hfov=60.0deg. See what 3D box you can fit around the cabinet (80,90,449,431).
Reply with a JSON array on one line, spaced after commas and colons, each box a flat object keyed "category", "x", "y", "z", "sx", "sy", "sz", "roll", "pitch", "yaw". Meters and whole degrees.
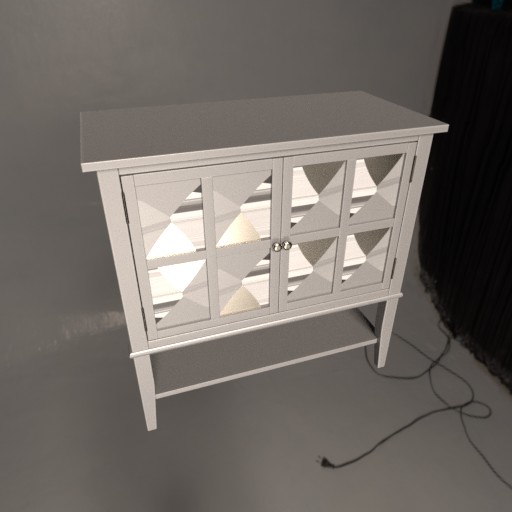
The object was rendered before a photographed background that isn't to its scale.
[{"category": "cabinet", "x": 0.000, "y": 0.000, "z": 1.269, "sx": 0.801, "sy": 0.780, "sz": 0.396, "roll": -10, "pitch": 33, "yaw": -16}]
